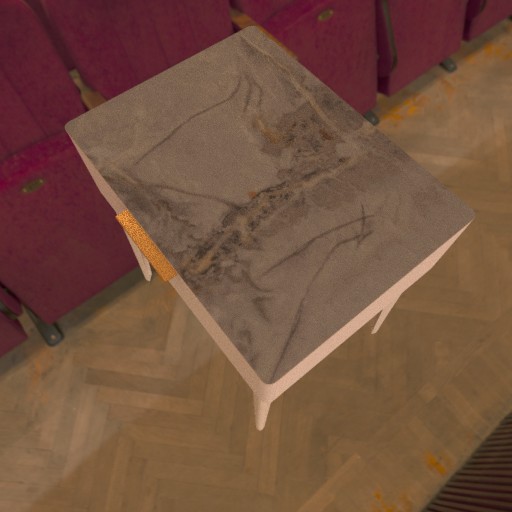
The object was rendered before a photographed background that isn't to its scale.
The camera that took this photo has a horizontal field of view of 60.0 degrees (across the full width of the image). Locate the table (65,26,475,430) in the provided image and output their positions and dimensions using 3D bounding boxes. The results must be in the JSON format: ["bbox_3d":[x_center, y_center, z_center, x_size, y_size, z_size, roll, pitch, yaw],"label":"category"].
[{"bbox_3d":[0.000,0.000,0.898,0.400,0.570,0.500,-35,69,-16],"label":"table"}]
